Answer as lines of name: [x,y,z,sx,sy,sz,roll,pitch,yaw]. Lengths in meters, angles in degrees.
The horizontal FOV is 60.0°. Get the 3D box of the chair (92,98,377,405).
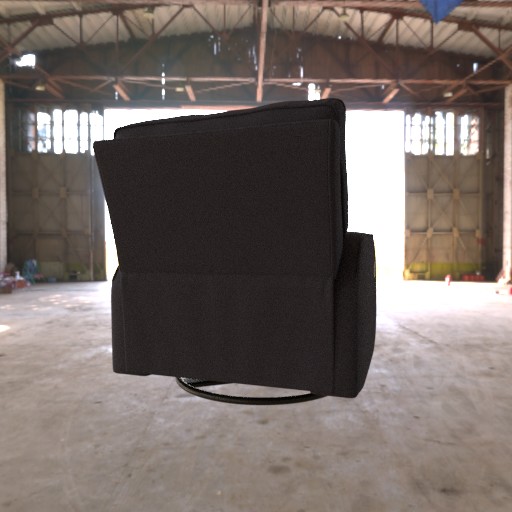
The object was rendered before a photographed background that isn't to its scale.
chair: [0.000,0.000,1.695,0.861,0.962,0.964,0,1,19]
